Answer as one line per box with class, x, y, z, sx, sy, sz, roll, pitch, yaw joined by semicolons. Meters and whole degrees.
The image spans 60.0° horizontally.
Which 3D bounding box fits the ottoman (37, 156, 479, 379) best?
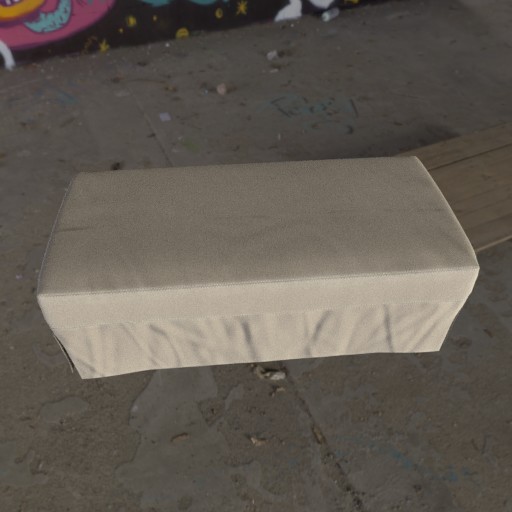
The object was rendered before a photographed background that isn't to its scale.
ottoman;0.000;0.000;1.670;1.388;0.457;0.665;-4;47;-3
